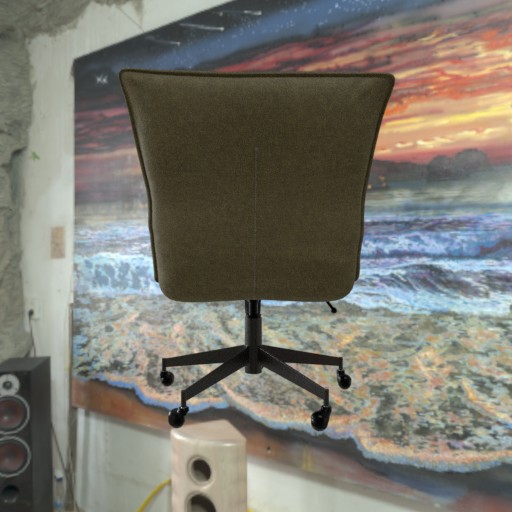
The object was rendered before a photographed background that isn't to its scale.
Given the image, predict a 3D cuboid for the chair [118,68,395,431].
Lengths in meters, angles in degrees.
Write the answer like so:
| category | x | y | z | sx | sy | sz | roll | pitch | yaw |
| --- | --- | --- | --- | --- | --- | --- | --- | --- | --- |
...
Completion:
| category | x | y | z | sx | sy | sz | roll | pitch | yaw |
| --- | --- | --- | --- | --- | --- | --- | --- | --- | --- |
| chair | 0.000 | 0.000 | 1.284 | 0.597 | 0.811 | 0.696 | 0 | 0 | 0 |
